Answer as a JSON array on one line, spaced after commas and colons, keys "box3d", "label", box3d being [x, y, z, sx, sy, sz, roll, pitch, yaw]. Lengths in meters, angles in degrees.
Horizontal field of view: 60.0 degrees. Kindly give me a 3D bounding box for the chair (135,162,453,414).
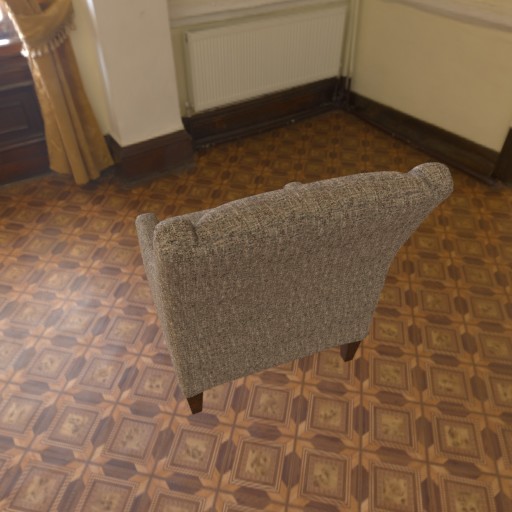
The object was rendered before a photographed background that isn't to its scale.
[{"box3d": [0.000, 0.000, 1.622, 0.774, 1.014, 0.870, -14, 43, -16], "label": "chair"}]
